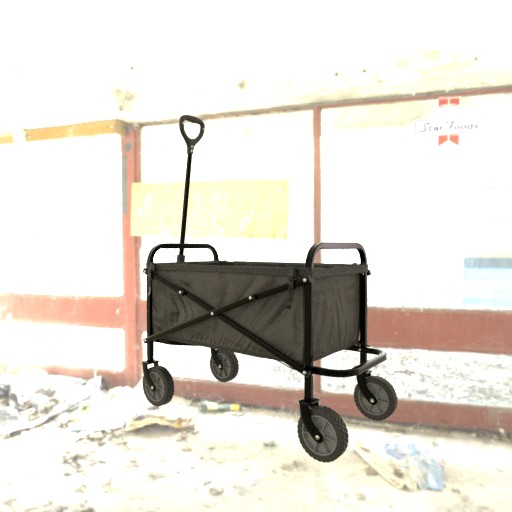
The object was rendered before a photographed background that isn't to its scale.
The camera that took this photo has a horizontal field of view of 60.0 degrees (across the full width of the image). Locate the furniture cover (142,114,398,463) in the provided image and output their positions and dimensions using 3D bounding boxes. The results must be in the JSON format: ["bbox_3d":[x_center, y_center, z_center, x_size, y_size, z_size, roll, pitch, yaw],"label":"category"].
[{"bbox_3d":[0.000,0.000,1.851,1.038,1.295,0.532,1,1,38],"label":"furniture cover"}]
